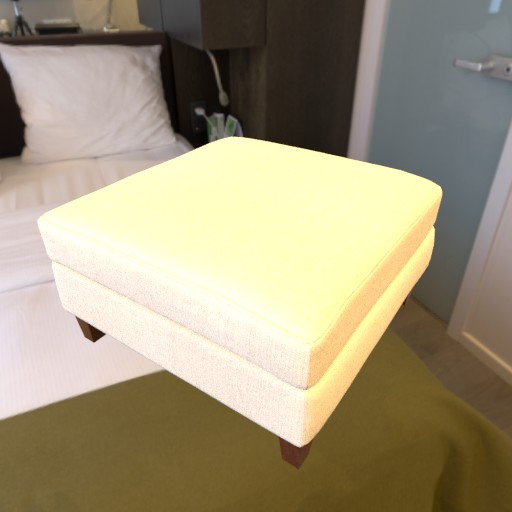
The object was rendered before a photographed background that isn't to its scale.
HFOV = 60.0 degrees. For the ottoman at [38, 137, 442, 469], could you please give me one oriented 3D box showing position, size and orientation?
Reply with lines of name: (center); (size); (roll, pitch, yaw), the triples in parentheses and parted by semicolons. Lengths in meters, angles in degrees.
ottoman: (0.000, 0.000, 1.323); (0.838, 0.478, 0.838); (20, 38, 29)
